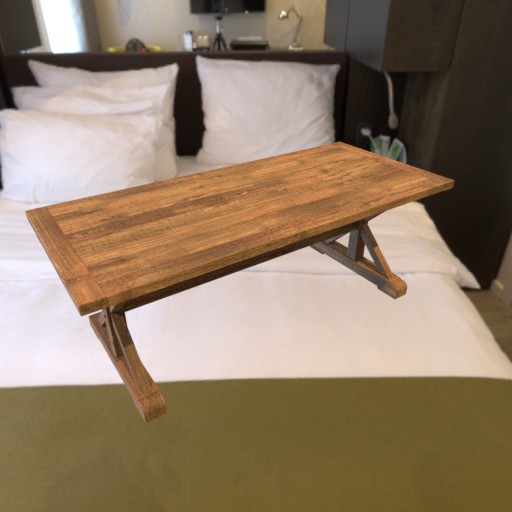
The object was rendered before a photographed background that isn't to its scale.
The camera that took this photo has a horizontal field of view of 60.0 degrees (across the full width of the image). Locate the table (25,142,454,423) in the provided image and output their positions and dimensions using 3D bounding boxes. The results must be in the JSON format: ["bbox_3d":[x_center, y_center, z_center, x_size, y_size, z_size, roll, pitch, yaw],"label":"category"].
[{"bbox_3d":[0.000,0.000,2.456,2.031,0.733,0.907,-19,35,-29],"label":"table"}]
